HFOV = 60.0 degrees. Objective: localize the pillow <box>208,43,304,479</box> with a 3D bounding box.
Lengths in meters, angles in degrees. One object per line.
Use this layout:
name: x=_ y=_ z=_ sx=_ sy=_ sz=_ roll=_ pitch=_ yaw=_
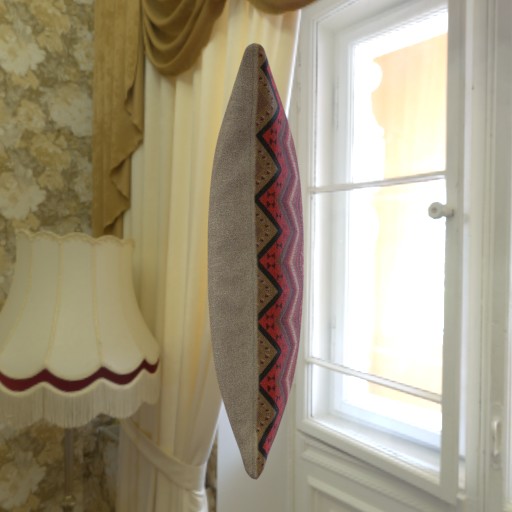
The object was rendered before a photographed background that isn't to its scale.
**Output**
pillow: x=0.000 y=0.000 z=0.768 sx=0.158 sy=0.511 sz=0.513 roll=0 pitch=2 yaw=0
